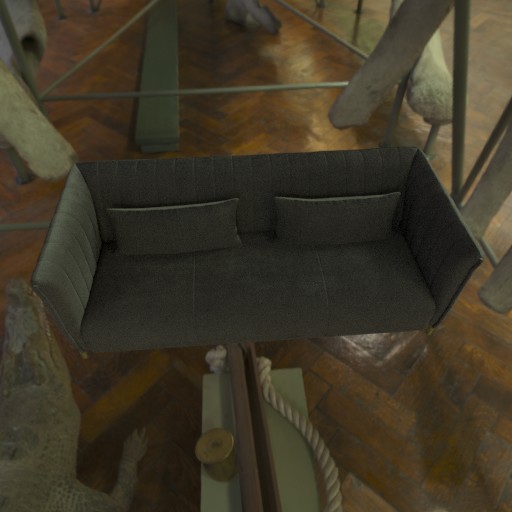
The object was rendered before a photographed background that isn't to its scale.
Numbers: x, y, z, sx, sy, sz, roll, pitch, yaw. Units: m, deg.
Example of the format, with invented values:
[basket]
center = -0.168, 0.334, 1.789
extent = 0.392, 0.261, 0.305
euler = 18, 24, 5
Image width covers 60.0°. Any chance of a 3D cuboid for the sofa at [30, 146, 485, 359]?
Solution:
[sofa]
center = 0.000, 0.000, 2.403
extent = 1.980, 0.780, 0.876
euler = -3, 48, -3
